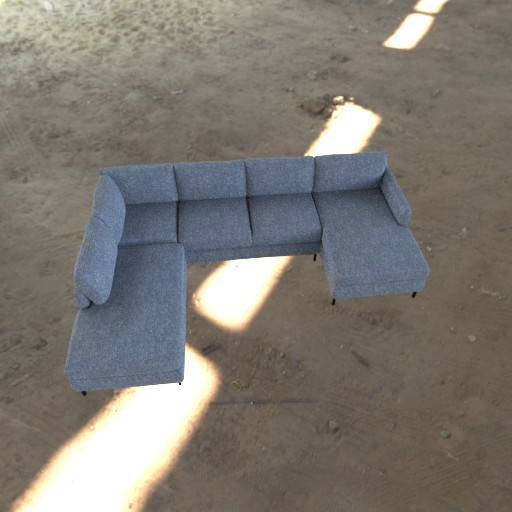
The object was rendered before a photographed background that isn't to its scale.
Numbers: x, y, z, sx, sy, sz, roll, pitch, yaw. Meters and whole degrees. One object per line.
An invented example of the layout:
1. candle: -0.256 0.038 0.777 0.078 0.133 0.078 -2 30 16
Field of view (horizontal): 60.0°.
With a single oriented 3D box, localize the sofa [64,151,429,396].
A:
1. sofa: 0.000 0.000 3.614 2.737 0.756 1.879 -4 47 -4
